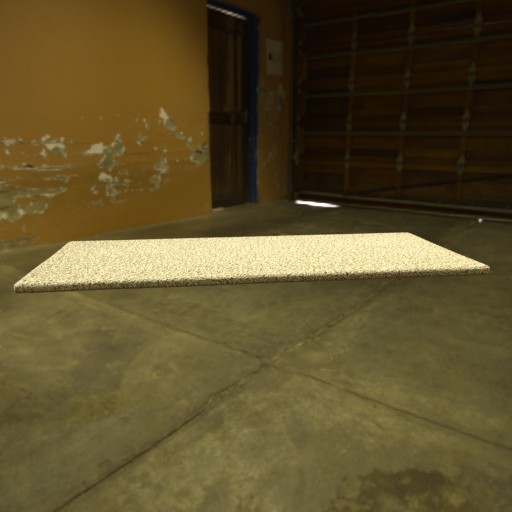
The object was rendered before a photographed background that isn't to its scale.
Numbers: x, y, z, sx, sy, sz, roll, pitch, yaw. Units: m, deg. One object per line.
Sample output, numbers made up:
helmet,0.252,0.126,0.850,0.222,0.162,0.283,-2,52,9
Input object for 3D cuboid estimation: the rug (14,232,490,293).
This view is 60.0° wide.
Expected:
rug,0.000,0.000,1.691,1.524,0.030,0.609,-2,14,-7
